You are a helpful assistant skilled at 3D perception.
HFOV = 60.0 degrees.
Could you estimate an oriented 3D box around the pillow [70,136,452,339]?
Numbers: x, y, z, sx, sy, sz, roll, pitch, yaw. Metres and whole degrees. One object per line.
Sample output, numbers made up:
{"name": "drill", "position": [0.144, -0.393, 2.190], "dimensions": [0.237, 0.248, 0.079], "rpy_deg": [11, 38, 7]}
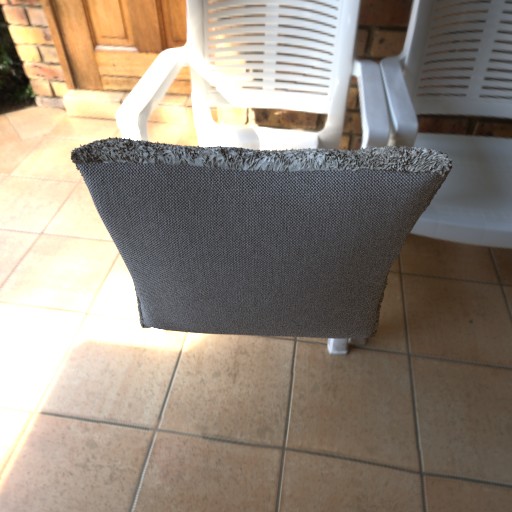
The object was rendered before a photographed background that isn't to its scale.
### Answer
{"name": "pillow", "position": [0.000, 0.000, 0.808], "dimensions": [0.529, 0.515, 0.218], "rpy_deg": [2, 45, 2]}
